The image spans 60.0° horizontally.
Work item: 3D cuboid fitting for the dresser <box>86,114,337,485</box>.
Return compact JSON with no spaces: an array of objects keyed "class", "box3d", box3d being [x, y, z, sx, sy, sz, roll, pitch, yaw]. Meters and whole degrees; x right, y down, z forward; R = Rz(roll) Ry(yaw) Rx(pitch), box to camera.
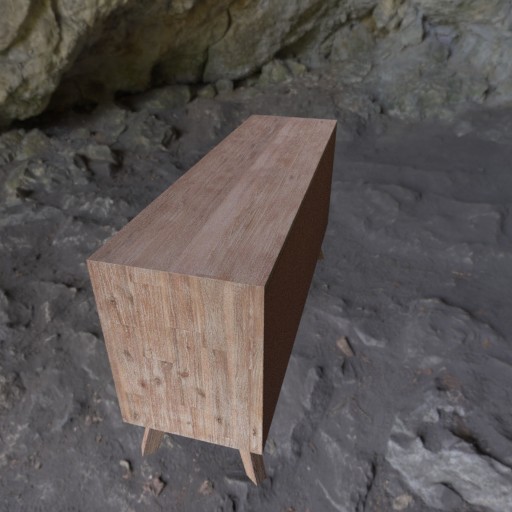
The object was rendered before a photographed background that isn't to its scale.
[{"class":"dresser","box3d":[0.000,0.000,1.895,0.455,0.805,1.554,8,32,13]}]
